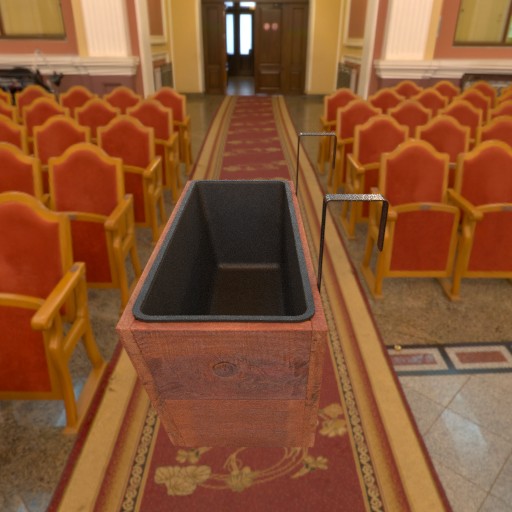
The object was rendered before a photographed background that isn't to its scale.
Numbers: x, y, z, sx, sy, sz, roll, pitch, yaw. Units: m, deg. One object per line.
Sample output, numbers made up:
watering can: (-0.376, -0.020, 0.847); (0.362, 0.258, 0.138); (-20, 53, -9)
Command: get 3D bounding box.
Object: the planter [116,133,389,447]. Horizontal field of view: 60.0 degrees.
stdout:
planter: (0.000, 0.000, 0.647); (0.262, 0.289, 0.480); (0, 26, 0)
